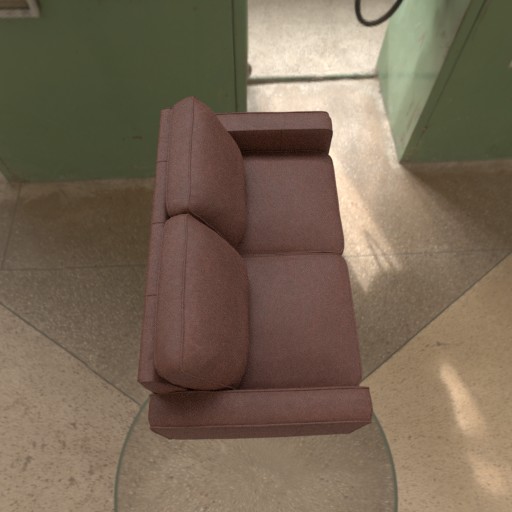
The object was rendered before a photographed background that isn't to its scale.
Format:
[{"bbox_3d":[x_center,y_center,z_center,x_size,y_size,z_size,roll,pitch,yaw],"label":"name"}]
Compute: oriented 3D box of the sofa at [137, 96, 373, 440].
[{"bbox_3d":[0.000,0.000,2.296,0.947,0.918,1.709,-2,63,-1],"label":"sofa"}]
